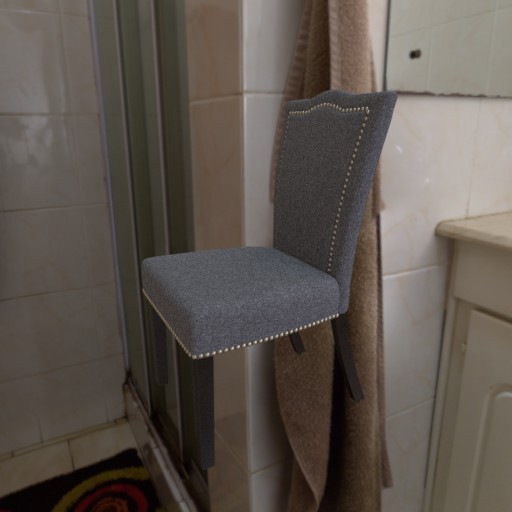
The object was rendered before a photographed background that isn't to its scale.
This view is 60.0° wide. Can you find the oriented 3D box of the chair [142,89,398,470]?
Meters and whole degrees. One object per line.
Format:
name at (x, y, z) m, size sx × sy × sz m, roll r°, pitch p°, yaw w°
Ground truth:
chair at (0.000, 0.000, 1.315) m, size 0.589 × 0.946 × 0.518 m, roll -8°, pitch 18°, yaw -25°
